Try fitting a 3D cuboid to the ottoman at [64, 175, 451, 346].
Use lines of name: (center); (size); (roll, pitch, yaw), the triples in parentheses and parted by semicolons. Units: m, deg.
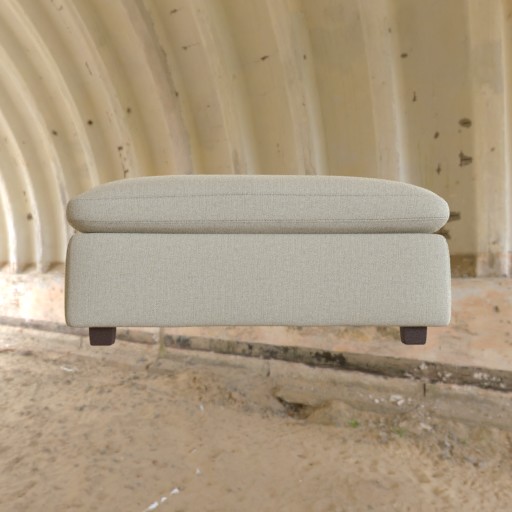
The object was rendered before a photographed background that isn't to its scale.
ottoman: (0.000, 0.000, 1.550); (0.996, 0.467, 0.977); (0, -1, -1)
